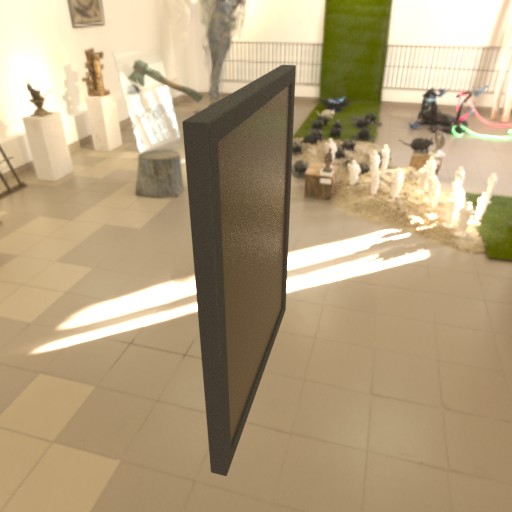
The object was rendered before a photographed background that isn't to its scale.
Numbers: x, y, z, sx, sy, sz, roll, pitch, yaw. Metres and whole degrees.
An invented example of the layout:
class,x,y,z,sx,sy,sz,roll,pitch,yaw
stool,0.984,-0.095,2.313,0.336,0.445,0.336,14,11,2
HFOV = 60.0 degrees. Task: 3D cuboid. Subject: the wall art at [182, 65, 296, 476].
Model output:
class,x,y,z,sx,sy,sz,roll,pitch,yaw
wall art,0.000,0.000,0.765,0.028,0.558,0.457,8,31,13
